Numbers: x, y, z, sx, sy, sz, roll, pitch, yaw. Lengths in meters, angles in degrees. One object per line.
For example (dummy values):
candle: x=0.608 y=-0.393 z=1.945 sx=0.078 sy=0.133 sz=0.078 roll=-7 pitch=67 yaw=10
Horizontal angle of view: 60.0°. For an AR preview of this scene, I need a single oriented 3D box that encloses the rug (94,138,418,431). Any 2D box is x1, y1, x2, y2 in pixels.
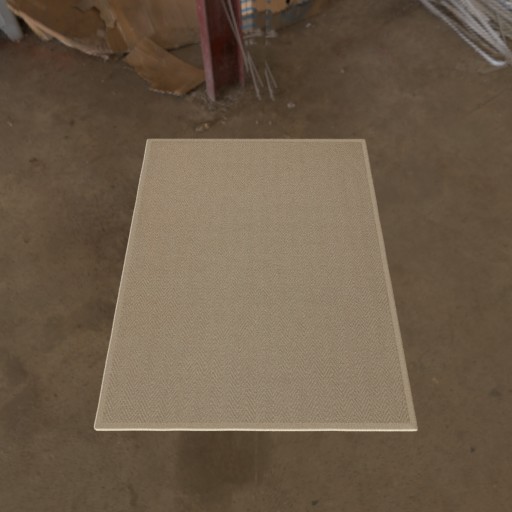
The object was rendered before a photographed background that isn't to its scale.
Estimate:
rug: x=0.000 y=0.000 z=4.090 sx=2.407 sy=0.020 sz=3.051 roll=0 pitch=58 yaw=0
